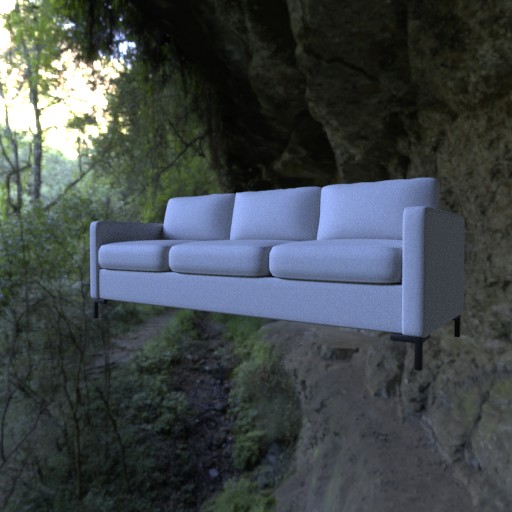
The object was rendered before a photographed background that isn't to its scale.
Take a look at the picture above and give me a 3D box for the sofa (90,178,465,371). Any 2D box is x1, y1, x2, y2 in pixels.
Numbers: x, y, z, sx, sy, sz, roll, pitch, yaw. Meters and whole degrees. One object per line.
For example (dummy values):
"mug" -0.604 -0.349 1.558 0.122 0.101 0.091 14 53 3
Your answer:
"sofa" 0.000 0.000 2.726 2.218 0.874 0.859 1 2 35
